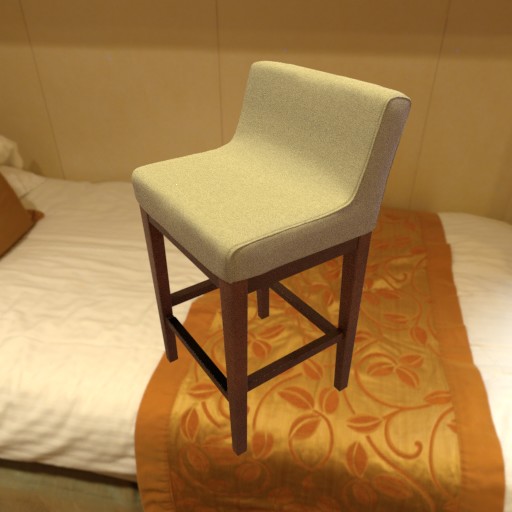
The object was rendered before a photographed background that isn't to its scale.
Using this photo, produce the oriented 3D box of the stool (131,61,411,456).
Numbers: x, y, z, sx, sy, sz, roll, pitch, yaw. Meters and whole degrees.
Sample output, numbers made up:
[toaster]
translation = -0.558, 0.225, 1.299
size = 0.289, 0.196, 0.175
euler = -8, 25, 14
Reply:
[stool]
translation = 0.000, 0.000, 1.256
size = 0.500, 0.937, 0.511
euler = -21, 39, -29
